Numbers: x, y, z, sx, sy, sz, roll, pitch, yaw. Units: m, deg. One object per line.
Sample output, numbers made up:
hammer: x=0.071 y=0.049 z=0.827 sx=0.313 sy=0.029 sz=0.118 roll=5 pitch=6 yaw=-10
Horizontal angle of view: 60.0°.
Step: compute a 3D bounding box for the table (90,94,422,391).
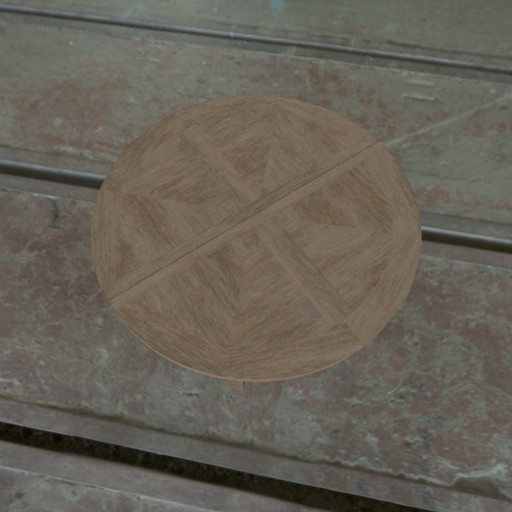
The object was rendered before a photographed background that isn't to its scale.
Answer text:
table: x=0.000 y=0.000 z=2.128 sx=1.319 sy=0.762 sz=1.319 roll=0 pitch=63 yaw=0
